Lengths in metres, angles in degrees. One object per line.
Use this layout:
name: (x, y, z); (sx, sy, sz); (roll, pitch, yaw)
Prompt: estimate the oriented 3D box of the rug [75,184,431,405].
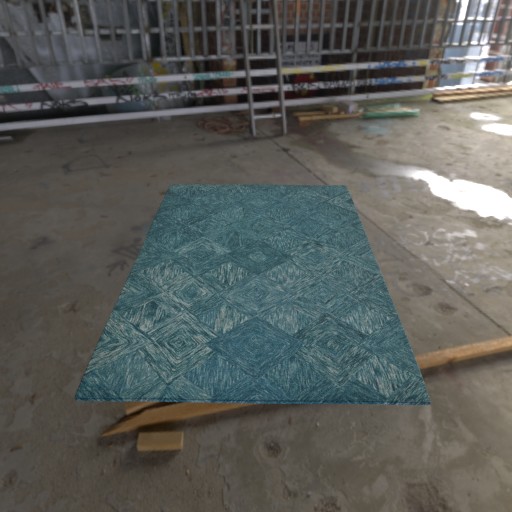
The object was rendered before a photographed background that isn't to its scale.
rug: (0.000, 0.000, 2.121); (1.136, 0.017, 1.728); (0, 32, 1)
